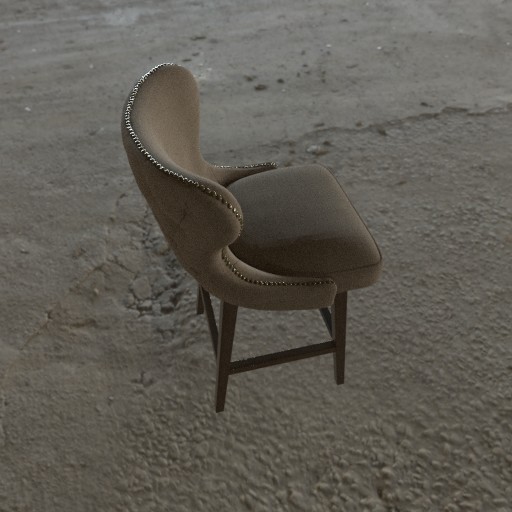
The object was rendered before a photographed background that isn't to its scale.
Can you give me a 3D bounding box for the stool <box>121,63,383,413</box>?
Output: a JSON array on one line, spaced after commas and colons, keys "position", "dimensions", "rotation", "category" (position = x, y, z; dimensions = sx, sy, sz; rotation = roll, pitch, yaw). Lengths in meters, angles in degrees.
[{"position": [0.000, 0.000, 1.324], "dimensions": [0.597, 0.972, 0.615], "rotation": [-10, 47, -10], "category": "stool"}]
